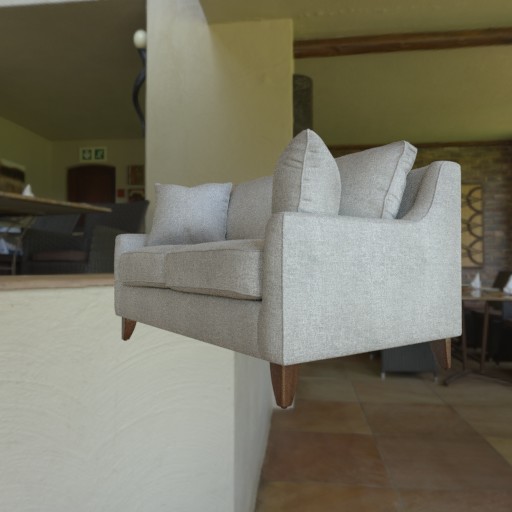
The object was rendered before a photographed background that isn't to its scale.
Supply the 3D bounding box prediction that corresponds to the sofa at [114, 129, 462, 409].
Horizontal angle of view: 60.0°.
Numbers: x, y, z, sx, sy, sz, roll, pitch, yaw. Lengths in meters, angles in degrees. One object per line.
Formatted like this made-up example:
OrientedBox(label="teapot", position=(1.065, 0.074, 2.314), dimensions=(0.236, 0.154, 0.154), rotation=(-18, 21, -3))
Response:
OrientedBox(label="sofa", position=(0.000, 0.000, 1.975), dimensions=(0.915, 0.863, 1.422), rotation=(1, -1, -36))
